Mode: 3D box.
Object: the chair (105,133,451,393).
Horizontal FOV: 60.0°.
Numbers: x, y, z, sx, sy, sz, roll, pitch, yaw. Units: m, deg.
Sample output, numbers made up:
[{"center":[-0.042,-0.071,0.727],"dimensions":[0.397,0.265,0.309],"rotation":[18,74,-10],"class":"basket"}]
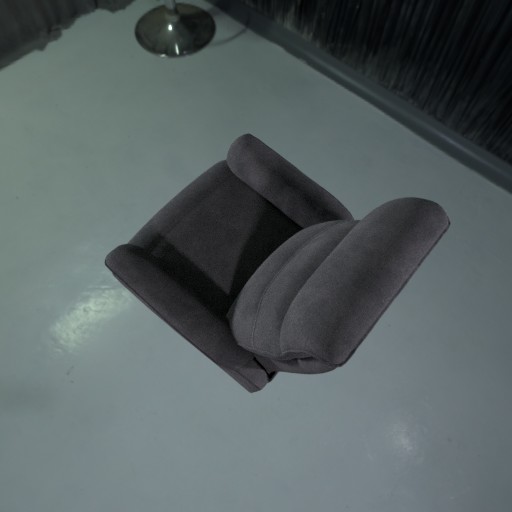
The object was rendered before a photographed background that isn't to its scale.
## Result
[{"center":[0.000,0.000,1.721],"dimensions":[1.009,1.035,0.830],"rotation":[37,69,17],"class":"chair"}]
